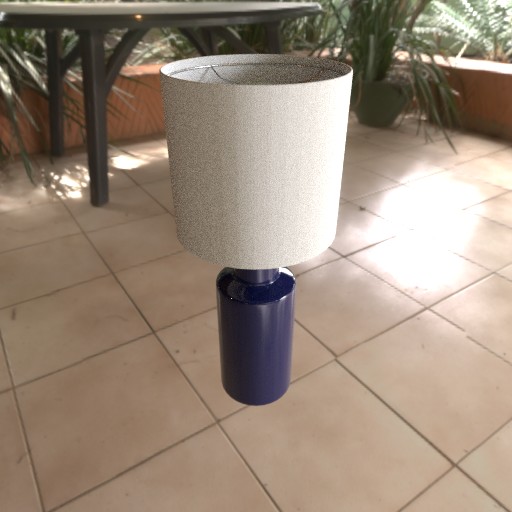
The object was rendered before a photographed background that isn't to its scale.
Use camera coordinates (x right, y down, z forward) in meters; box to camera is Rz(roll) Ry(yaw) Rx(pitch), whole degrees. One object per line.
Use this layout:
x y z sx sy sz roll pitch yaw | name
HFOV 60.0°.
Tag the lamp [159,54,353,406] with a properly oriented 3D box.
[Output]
0.000 0.000 0.621 0.212 0.493 0.212 -20 37 -29 | lamp
